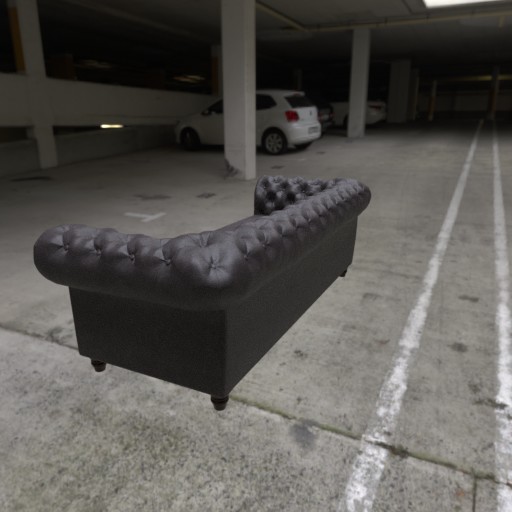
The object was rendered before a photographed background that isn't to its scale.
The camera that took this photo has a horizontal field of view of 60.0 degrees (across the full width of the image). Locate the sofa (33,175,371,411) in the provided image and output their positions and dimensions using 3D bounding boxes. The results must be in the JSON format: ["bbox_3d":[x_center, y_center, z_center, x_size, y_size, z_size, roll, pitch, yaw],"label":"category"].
[{"bbox_3d":[0.000,0.000,2.748,0.944,0.783,2.385,8,19,25],"label":"sofa"}]
